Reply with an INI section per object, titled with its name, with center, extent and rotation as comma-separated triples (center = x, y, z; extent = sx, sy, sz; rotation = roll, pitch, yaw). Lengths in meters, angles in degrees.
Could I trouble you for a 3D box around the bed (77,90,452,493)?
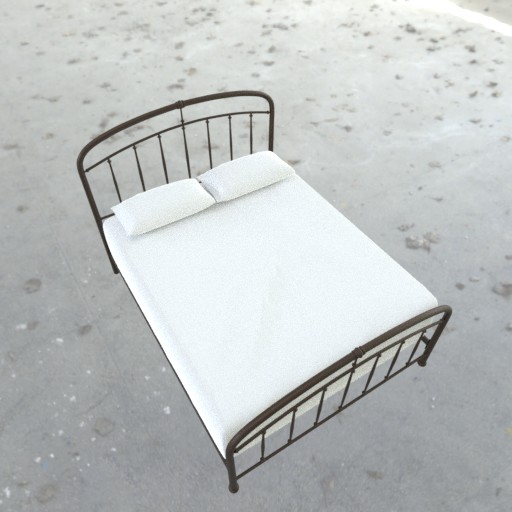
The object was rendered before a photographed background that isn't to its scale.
[bed]
center = 0.000, 0.000, 3.168
extent = 1.711, 1.425, 2.180
rotation = -25, 52, -21
